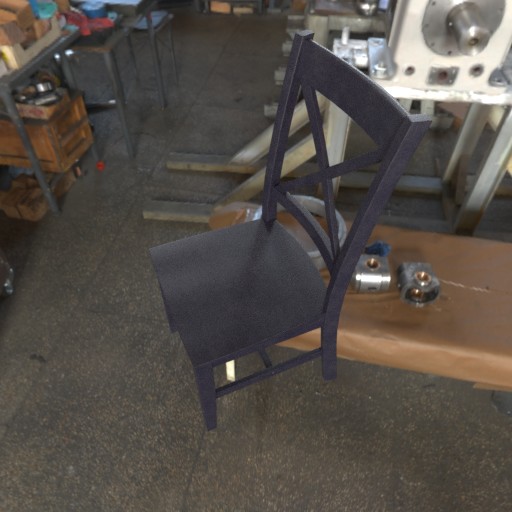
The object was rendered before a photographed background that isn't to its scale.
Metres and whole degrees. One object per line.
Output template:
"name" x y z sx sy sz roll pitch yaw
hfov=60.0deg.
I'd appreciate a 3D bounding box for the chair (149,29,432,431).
"chair" 0.000 0.000 1.253 0.542 0.983 0.485 -18 49 -16
